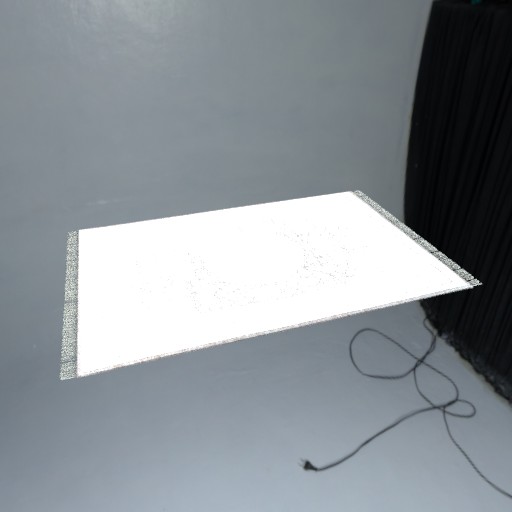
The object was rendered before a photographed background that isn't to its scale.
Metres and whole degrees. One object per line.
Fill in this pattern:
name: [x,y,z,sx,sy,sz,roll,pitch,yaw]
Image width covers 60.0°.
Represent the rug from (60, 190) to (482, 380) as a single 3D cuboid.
rug: [0.000,0.000,3.008,2.440,0.010,1.528,-10,33,-16]
